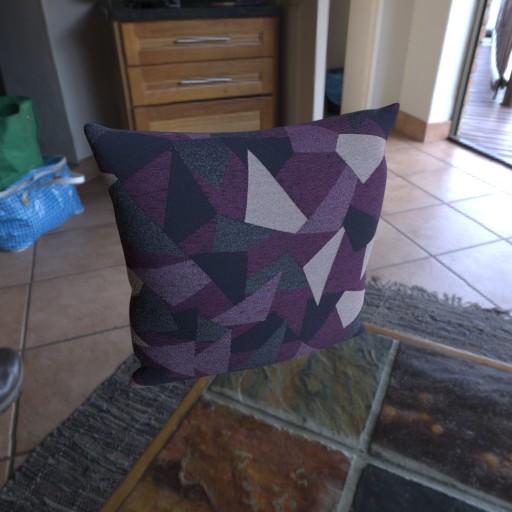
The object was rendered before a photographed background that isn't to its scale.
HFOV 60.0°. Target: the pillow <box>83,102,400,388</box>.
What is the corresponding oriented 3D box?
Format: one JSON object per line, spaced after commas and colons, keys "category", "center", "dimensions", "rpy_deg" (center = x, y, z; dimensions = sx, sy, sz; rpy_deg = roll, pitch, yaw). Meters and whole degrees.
{"category": "pillow", "center": [0.000, 0.000, 0.774], "dimensions": [0.503, 0.496, 0.208], "rpy_deg": [-10, 33, -15]}
